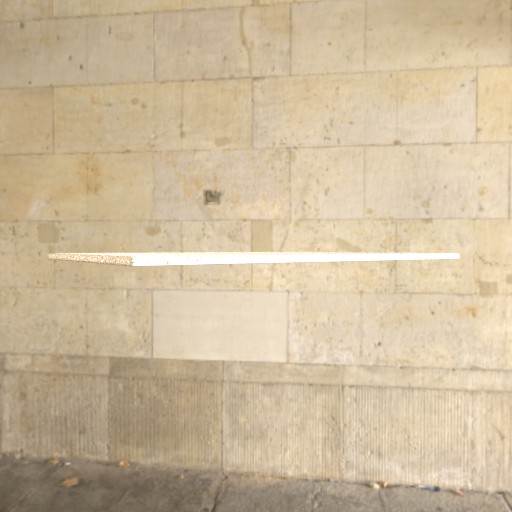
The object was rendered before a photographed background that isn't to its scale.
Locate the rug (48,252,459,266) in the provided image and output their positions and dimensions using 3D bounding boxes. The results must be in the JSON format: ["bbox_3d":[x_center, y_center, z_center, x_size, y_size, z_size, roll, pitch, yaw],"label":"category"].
[{"bbox_3d":[0.000,0.000,2.311,1.778,0.030,1.219,-1,1,-36],"label":"rug"}]
